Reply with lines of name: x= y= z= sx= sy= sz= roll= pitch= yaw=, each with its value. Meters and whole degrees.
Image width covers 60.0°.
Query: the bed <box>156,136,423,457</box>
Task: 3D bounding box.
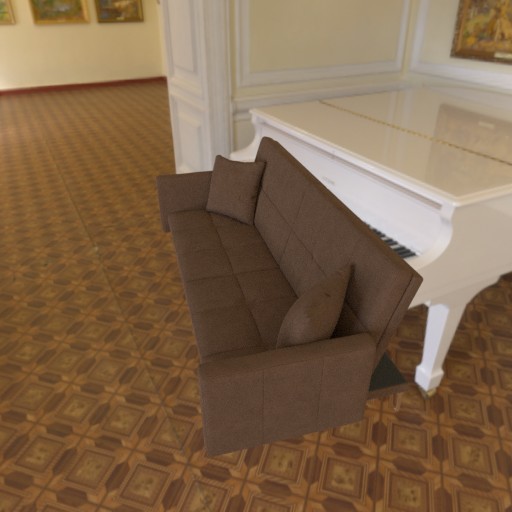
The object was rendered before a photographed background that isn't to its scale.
bed: x=0.000 y=0.000 z=2.378 sx=0.889 sy=0.787 sz=1.905 roll=-8 pitch=32 yaw=-13
